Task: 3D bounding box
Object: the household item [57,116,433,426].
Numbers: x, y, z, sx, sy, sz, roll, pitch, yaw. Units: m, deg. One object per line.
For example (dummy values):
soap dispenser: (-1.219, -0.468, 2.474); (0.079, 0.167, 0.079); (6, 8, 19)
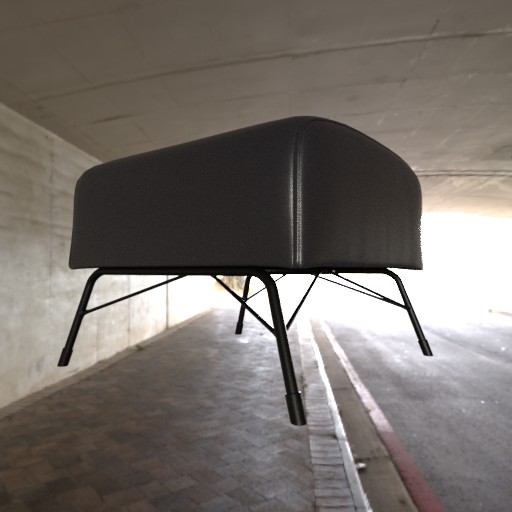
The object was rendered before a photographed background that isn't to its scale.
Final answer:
household item: (0.000, 0.000, 0.877); (0.530, 0.410, 0.530); (-1, -2, 37)
